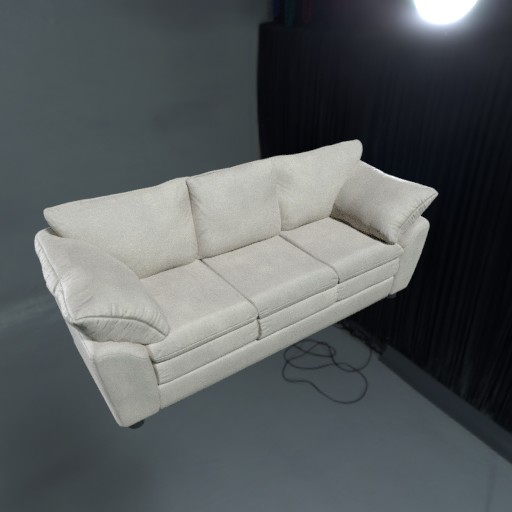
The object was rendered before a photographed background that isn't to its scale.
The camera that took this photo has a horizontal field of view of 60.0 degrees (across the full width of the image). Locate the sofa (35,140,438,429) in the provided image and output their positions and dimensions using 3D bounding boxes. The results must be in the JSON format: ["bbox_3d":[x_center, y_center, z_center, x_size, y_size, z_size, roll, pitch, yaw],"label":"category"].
[{"bbox_3d":[0.000,0.000,2.702,2.334,0.996,0.878,-19,35,-30],"label":"sofa"}]
